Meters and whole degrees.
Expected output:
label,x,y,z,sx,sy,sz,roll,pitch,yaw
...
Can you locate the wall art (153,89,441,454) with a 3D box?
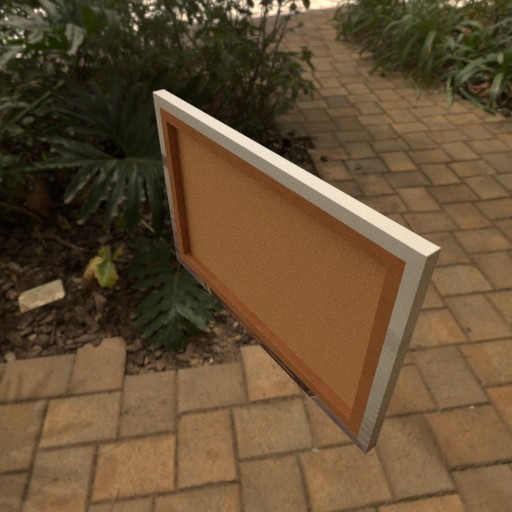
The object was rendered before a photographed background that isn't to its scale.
label,x,y,z,sx,sy,sz,roll,pitch,yaw
wall art,0.000,0.000,1.157,0.037,0.609,0.916,-25,45,-28
